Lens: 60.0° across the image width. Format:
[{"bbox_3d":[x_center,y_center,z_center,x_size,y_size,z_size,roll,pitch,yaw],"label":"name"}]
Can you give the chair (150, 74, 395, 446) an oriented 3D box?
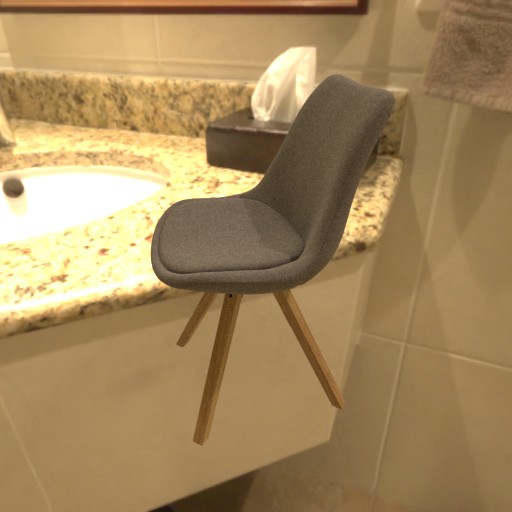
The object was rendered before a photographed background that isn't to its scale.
[{"bbox_3d":[0.000,0.000,1.195,0.550,0.865,0.483,-8,31,-13],"label":"chair"}]
